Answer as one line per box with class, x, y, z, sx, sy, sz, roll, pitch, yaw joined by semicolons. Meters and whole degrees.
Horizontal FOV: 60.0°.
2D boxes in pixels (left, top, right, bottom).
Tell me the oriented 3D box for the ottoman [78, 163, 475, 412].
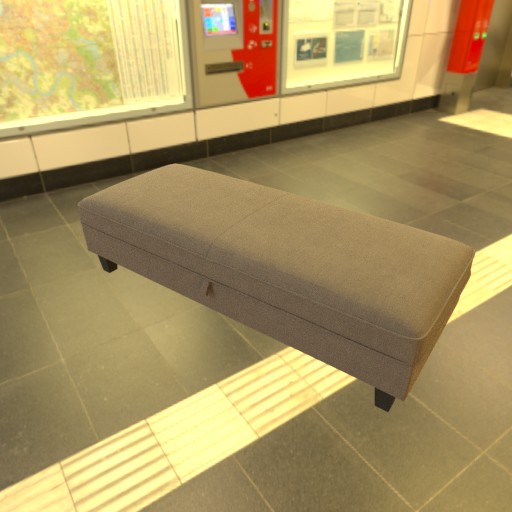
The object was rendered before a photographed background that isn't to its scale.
ottoman;0.000;0.000;2.105;1.764;0.470;0.751;21;37;30
